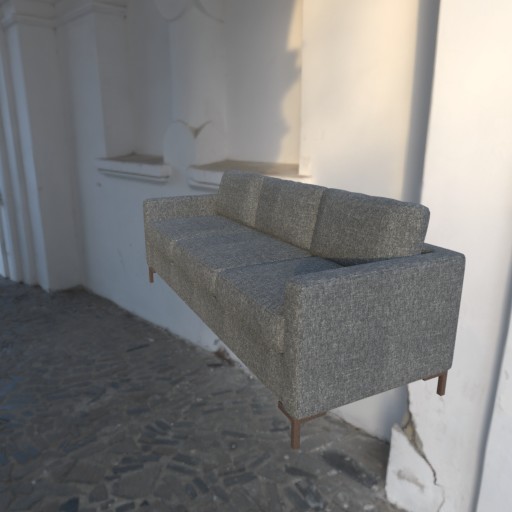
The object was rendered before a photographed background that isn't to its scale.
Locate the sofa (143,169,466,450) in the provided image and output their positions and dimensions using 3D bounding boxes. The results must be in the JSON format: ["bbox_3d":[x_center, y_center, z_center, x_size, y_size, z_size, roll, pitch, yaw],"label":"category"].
[{"bbox_3d":[0.000,0.000,2.657,0.859,0.874,2.218,-8,17,-26],"label":"sofa"}]
